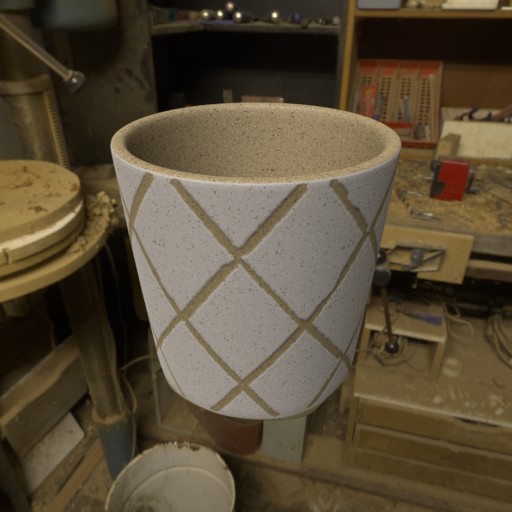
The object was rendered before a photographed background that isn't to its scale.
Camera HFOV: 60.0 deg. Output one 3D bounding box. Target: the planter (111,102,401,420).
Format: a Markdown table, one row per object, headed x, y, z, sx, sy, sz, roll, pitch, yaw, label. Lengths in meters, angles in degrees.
| x | y | z | sx | sy | sz | roll | pitch | yaw | label |
| --- | --- | --- | --- | --- | --- | --- | --- | --- | --- |
| 0.000 | 0.000 | 0.419 | 0.228 | 0.235 | 0.228 | 0 | 30 | 0 | planter |
